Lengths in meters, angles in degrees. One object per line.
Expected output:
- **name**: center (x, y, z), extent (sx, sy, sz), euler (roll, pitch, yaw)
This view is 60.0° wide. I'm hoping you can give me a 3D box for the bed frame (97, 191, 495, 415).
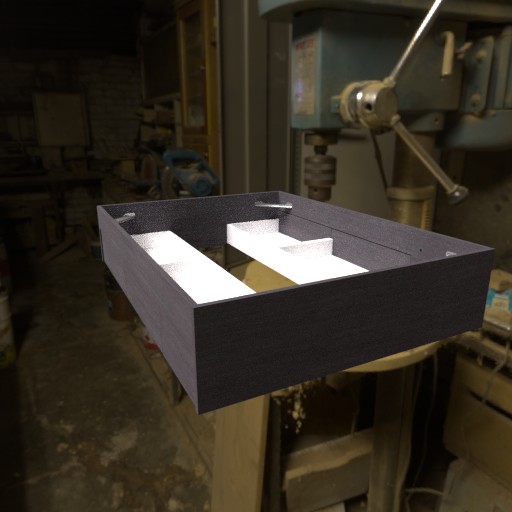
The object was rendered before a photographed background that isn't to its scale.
- **bed frame**: center (0.000, 0.000, 2.585), extent (1.448, 0.459, 1.944), euler (-9, 19, -26)
